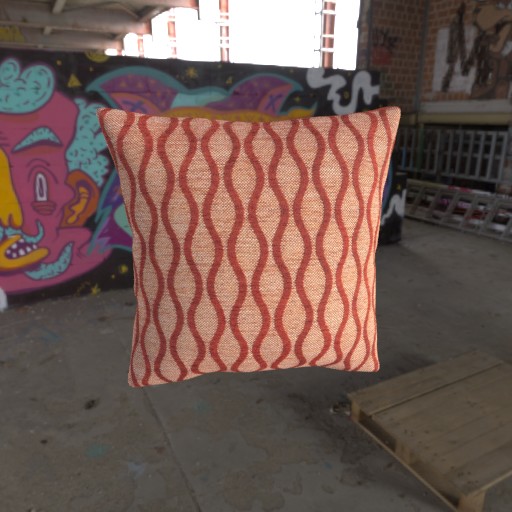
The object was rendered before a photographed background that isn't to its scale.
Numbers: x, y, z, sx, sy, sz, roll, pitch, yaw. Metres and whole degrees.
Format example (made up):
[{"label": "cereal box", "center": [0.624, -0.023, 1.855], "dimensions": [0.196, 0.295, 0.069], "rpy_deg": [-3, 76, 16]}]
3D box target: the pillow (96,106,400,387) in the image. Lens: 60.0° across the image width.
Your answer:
[{"label": "pillow", "center": [0.000, 0.000, 0.674], "dimensions": [0.429, 0.434, 0.159], "rpy_deg": [-2, 17, -7]}]
